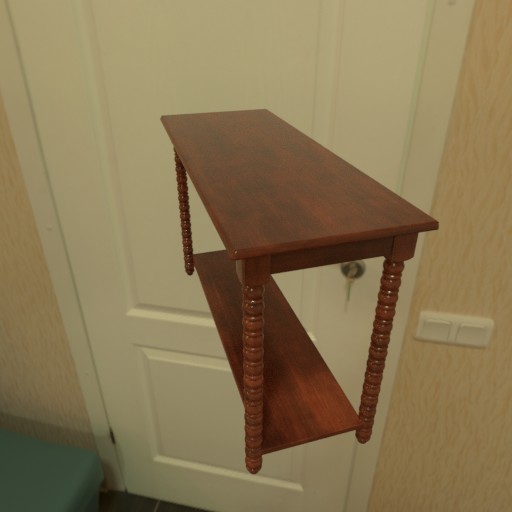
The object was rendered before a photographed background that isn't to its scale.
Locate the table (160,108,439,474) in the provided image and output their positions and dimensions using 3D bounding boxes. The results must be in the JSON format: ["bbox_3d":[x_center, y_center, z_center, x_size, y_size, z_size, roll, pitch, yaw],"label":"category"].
[{"bbox_3d":[0.000,0.000,1.543,0.459,0.740,1.184,-9,31,-15],"label":"table"}]
